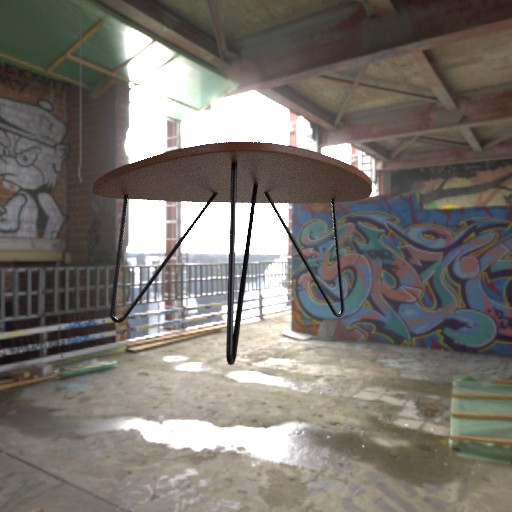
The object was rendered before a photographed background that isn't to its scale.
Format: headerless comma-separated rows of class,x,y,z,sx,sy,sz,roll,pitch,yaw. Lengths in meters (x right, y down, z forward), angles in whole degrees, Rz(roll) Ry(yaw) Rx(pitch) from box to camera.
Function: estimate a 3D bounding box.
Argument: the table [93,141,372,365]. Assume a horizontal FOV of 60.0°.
table,0.000,0.000,1.281,0.821,0.413,0.833,0,0,-36
